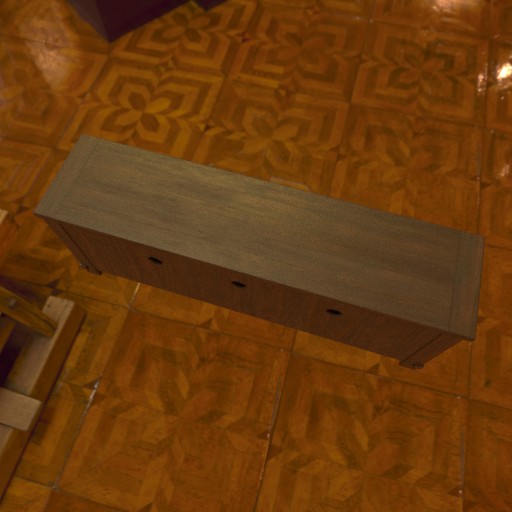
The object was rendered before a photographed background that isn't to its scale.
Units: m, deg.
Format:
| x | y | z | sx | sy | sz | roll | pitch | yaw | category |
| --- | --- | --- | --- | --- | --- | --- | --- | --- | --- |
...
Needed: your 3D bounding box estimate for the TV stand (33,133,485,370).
| x | y | z | sx | sy | sz | roll | pitch | yaw | category |
| --- | --- | --- | --- | --- | --- | --- | --- | --- | --- |
| 0.000 | 0.000 | 2.151 | 1.866 | 0.615 | 0.471 | 16 | 65 | 8 | TV stand |
